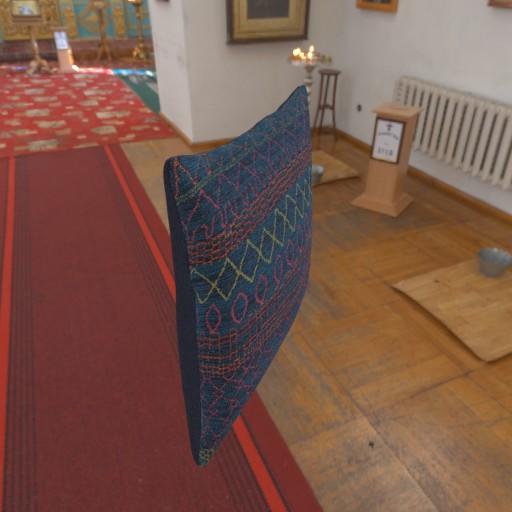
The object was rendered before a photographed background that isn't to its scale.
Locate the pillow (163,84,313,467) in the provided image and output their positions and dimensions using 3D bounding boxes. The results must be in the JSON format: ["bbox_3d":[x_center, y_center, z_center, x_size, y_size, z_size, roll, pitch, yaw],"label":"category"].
[{"bbox_3d":[0.000,0.000,0.662,0.141,0.431,0.431,11,33,18],"label":"pillow"}]
